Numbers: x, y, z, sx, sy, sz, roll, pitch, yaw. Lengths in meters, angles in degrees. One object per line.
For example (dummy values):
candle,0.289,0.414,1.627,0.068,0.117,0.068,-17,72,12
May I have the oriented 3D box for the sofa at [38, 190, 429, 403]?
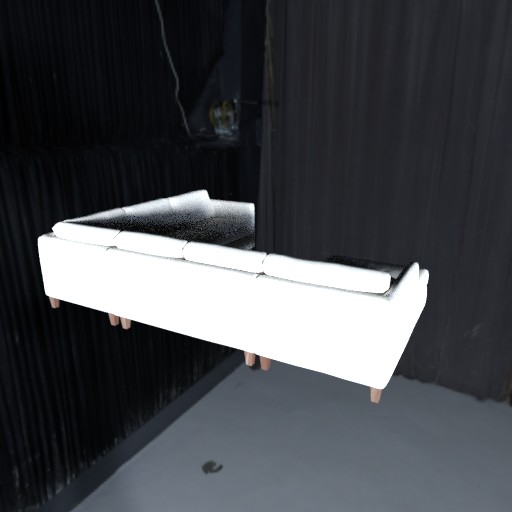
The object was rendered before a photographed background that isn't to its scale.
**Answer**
sofa,0.000,0.000,4.437,3.238,0.853,2.551,9,19,28
